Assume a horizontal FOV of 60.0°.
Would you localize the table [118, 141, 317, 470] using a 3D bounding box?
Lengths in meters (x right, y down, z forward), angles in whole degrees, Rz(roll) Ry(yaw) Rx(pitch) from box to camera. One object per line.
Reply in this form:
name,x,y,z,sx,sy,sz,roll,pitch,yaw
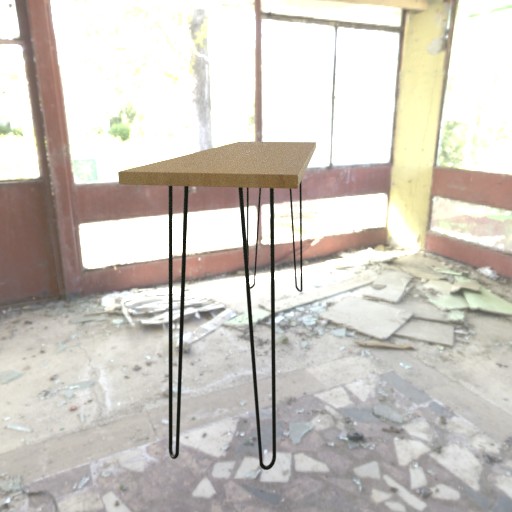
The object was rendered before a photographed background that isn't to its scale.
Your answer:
table,0.000,0.000,1.729,0.399,0.799,1.400,3,17,9
